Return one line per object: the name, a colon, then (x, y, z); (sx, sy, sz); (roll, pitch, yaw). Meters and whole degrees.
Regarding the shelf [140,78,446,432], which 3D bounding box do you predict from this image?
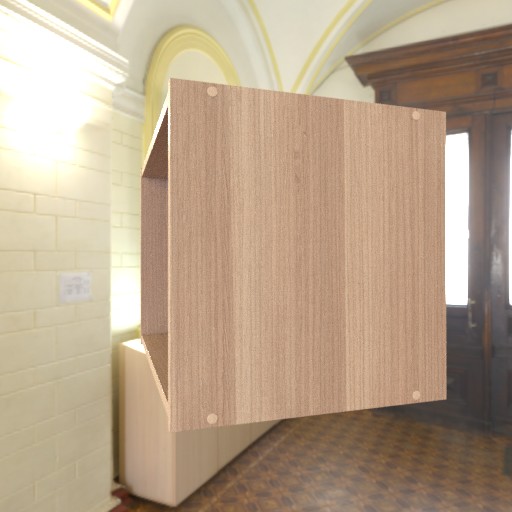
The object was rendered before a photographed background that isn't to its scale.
shelf: (0.000, 0.000, 0.622); (0.290, 0.305, 0.415); (0, 0, -18)
